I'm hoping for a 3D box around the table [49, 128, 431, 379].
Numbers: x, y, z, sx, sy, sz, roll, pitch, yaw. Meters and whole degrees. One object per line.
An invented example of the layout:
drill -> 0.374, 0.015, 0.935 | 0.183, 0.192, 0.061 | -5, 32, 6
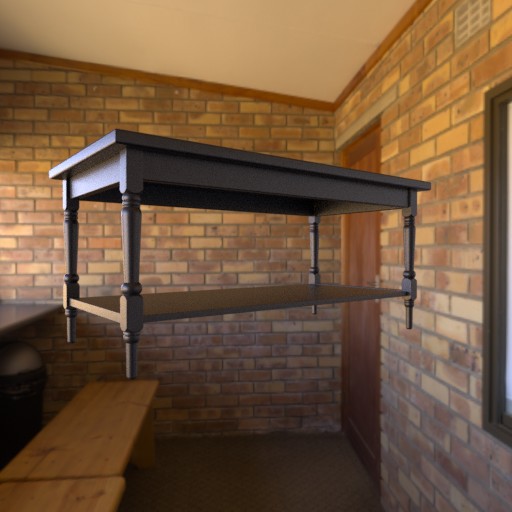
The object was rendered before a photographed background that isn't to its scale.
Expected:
table -> 0.000, 0.000, 1.418 | 1.107, 0.510, 0.550 | 0, 1, -37
